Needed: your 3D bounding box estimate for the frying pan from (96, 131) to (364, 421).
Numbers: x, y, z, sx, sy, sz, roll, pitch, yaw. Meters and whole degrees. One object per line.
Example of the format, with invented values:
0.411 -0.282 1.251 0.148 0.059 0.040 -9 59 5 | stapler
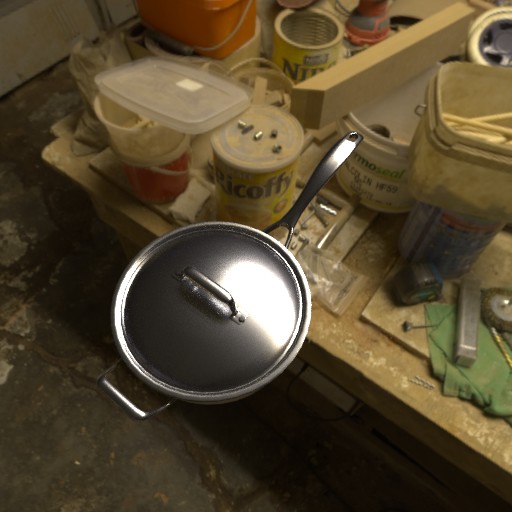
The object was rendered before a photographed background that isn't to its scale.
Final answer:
0.000 0.000 0.672 0.280 0.114 0.561 33 63 20 | frying pan
